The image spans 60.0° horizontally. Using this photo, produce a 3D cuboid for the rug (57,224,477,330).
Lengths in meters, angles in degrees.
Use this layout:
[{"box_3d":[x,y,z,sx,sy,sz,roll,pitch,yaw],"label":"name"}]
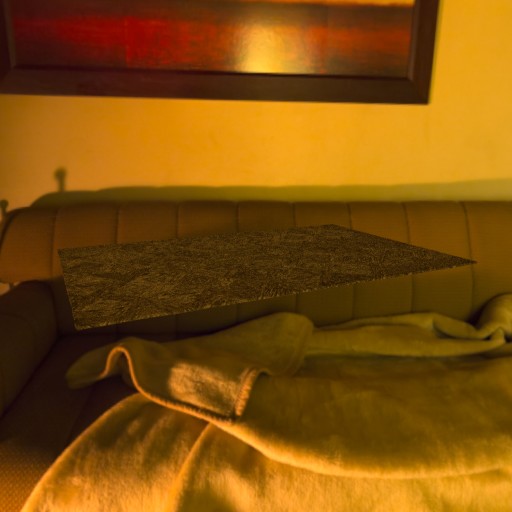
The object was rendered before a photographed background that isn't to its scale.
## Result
[{"box_3d":[0.000,0.000,2.255,1.808,0.011,1.189,-7,15,-25],"label":"rug"}]
